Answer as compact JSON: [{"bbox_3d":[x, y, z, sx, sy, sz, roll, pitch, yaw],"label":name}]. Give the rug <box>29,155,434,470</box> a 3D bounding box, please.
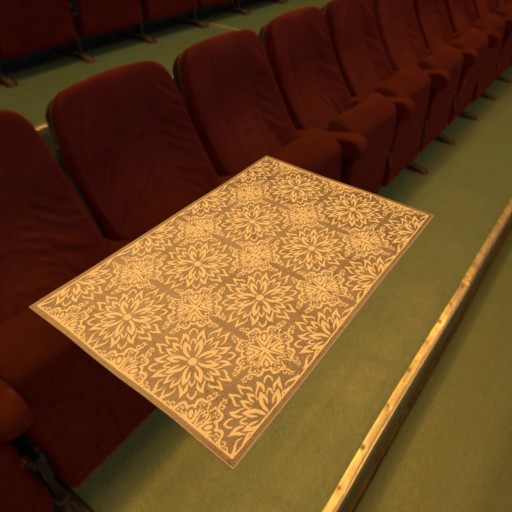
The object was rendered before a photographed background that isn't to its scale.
[{"bbox_3d":[0.000,0.000,2.315,1.224,0.012,1.847,26,47,28],"label":"rug"}]
